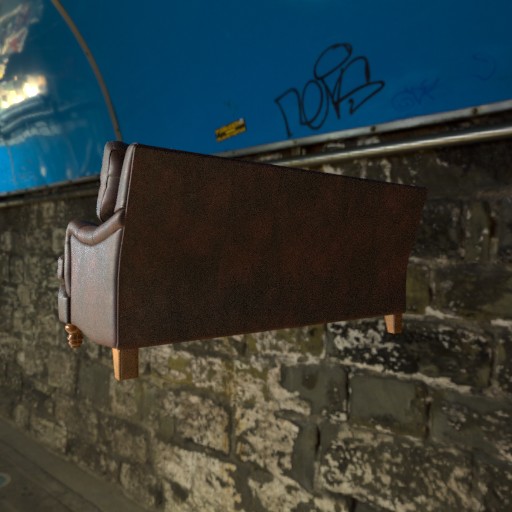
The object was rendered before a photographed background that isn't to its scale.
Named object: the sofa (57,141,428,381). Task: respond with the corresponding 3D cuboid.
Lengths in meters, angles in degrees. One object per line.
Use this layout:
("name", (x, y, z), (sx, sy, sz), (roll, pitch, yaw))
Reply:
("sofa", (0.000, 0.000, 2.803), (2.144, 1.071, 1.147), (0, 0, -36))
